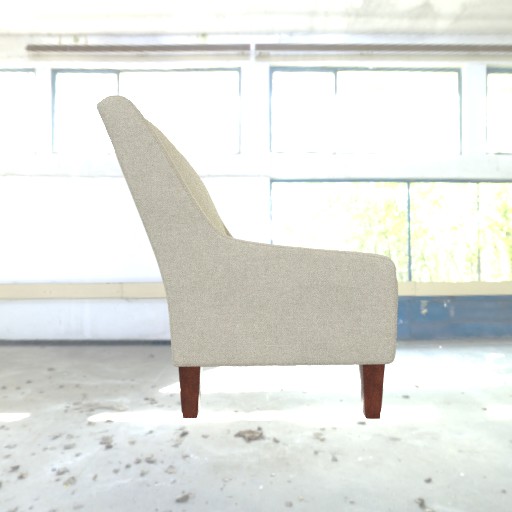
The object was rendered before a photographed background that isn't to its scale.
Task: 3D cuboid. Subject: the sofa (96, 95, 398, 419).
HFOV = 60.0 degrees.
[{"bbox_3d":[0.000,0.000,1.907,0.946,0.976,1.212,0,0,1],"label":"sofa"}]
